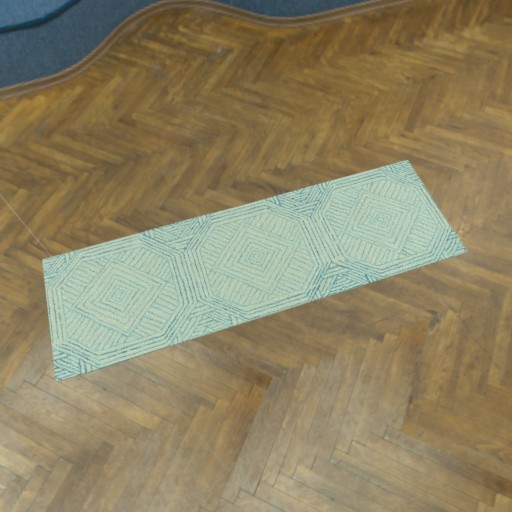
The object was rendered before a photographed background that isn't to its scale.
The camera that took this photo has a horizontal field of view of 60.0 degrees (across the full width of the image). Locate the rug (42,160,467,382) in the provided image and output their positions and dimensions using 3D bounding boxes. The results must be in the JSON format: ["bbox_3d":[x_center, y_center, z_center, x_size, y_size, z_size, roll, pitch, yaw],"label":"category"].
[{"bbox_3d":[0.000,0.000,2.674,2.452,0.012,0.775,-16,62,-9],"label":"rug"}]
